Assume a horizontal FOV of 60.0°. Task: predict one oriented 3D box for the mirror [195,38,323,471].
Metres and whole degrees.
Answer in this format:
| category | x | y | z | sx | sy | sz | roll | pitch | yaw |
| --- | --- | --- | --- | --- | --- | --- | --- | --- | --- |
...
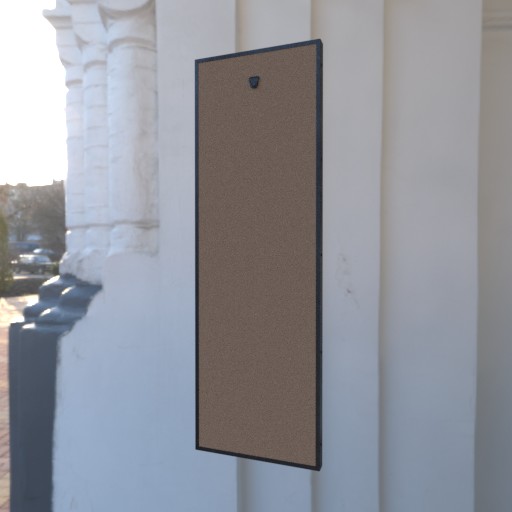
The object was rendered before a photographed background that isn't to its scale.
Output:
| category | x | y | z | sx | sy | sz | roll | pitch | yaw |
| --- | --- | --- | --- | --- | --- | --- | --- | --- | --- |
| mirror | 0.000 | 0.000 | 1.172 | 0.354 | 1.080 | 0.042 | 0 | 1 | 20 |
